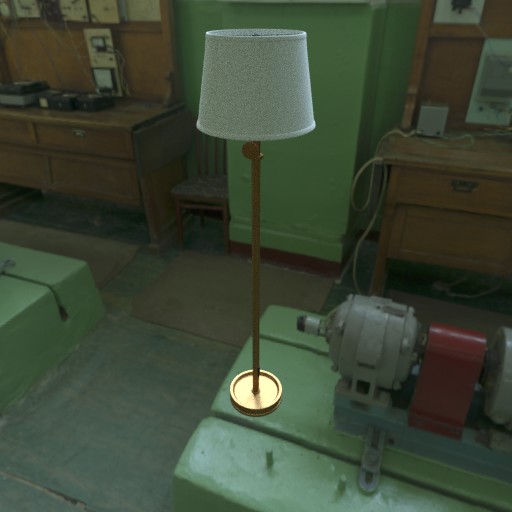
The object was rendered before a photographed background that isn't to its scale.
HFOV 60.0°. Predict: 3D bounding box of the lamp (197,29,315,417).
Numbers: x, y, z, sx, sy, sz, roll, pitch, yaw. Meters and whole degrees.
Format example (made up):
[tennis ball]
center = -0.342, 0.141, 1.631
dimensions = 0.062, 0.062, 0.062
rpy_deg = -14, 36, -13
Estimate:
[lamp]
center = 0.000, 0.000, 0.787
dimensions = 0.178, 0.710, 0.178
rpy_deg = 0, 31, 0
